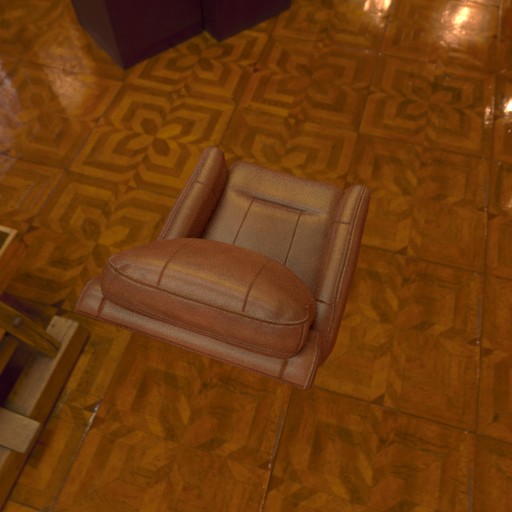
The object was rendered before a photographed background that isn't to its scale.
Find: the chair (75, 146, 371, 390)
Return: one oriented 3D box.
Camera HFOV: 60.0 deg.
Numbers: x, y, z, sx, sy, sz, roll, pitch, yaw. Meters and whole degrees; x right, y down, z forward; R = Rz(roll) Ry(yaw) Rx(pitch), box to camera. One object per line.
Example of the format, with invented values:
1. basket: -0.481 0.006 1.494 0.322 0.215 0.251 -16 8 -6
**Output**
1. chair: 0.000 0.000 1.754 0.821 1.016 1.072 17 62 9
